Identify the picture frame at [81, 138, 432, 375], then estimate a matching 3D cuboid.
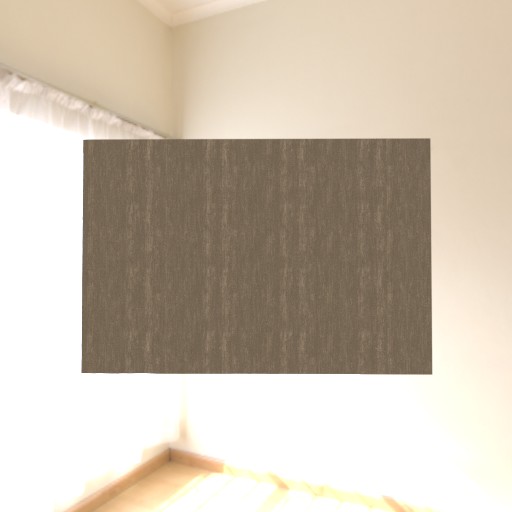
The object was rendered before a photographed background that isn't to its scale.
[{"bbox_3d":[0.000,0.000,1.220,0.950,0.640,0.029,0,-1,1],"label":"picture frame"}]
